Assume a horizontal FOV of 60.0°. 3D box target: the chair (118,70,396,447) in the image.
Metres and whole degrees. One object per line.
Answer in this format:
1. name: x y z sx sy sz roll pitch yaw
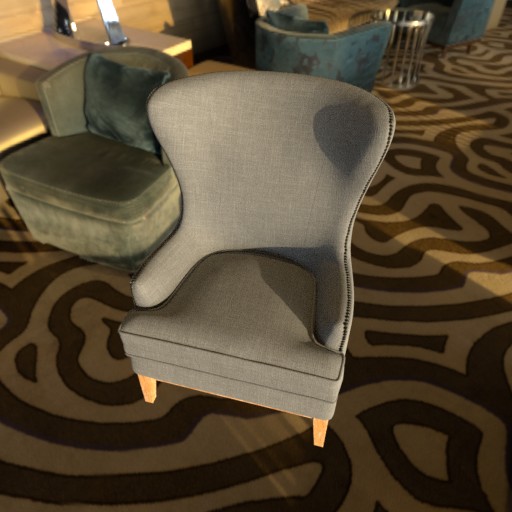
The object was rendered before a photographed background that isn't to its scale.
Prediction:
1. chair: 0.000 0.000 1.781 0.864 1.176 0.883 10 41 12
